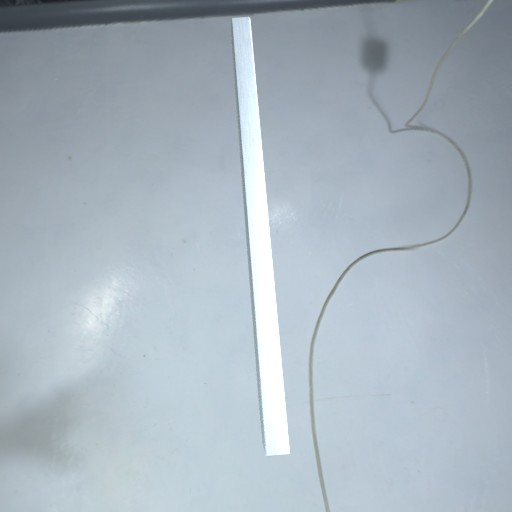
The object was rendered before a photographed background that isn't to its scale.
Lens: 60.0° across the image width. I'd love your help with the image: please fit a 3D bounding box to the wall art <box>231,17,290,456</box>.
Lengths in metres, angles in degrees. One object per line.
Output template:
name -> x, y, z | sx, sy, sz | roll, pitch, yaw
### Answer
wall art -> 0.000, 0.000, 0.755 | 0.028, 0.457, 0.556 | -4, 75, -1
